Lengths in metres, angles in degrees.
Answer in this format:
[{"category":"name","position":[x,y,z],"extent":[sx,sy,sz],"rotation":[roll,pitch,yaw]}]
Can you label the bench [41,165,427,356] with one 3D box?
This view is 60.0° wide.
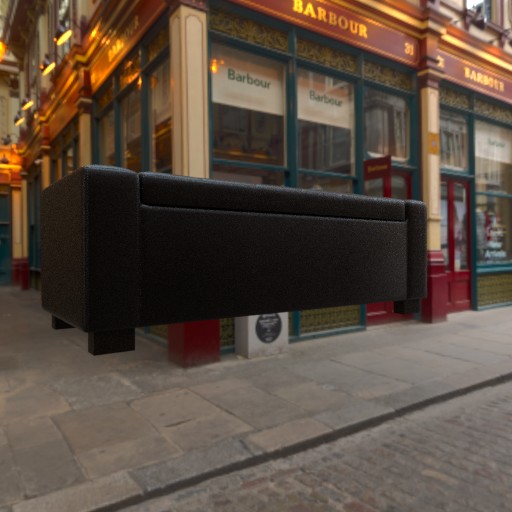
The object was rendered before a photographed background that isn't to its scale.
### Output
[{"category":"bench","position":[0.000,0.000,1.555],"extent":[1.296,0.445,0.508],"rotation":[0,1,-36]}]
